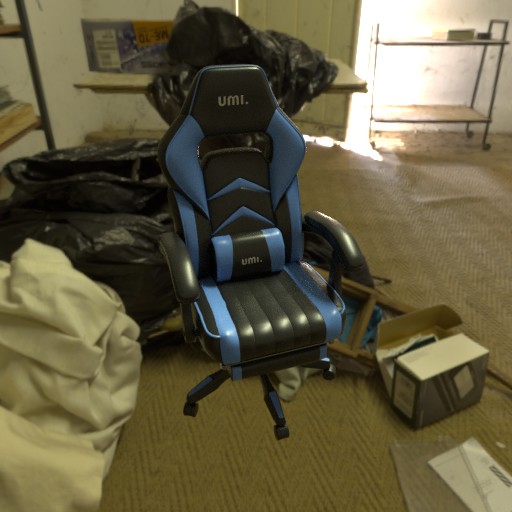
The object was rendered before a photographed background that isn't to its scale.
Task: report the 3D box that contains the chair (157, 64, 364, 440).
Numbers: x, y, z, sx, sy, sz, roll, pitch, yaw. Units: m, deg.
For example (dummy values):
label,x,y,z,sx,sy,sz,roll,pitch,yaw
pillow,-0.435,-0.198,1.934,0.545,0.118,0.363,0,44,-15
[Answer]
label,x,y,z,sx,sy,sz,roll,pitch,yaw
chair,0.000,0.000,1.683,0.700,1.280,0.700,-10,31,-16
